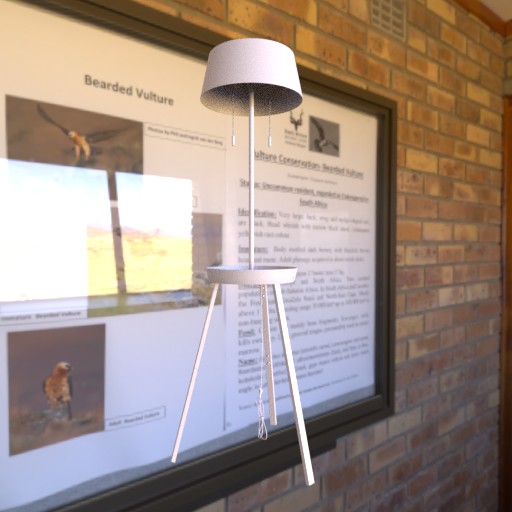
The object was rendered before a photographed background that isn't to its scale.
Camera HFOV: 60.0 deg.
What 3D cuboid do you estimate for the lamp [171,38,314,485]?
[{"bbox_3d":[0.000,0.000,1.639,0.508,1.429,0.468,0,1,18],"label":"lamp"}]
